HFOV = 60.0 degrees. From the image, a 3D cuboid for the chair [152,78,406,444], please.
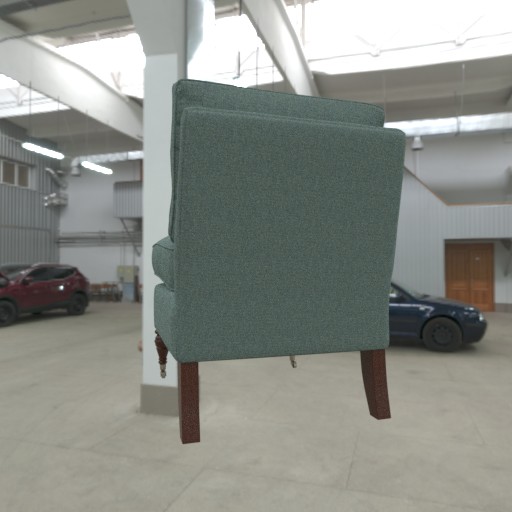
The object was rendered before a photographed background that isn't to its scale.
[{"bbox_3d":[0.000,0.000,1.445,0.624,0.901,0.796,0,-1,-18],"label":"chair"}]
